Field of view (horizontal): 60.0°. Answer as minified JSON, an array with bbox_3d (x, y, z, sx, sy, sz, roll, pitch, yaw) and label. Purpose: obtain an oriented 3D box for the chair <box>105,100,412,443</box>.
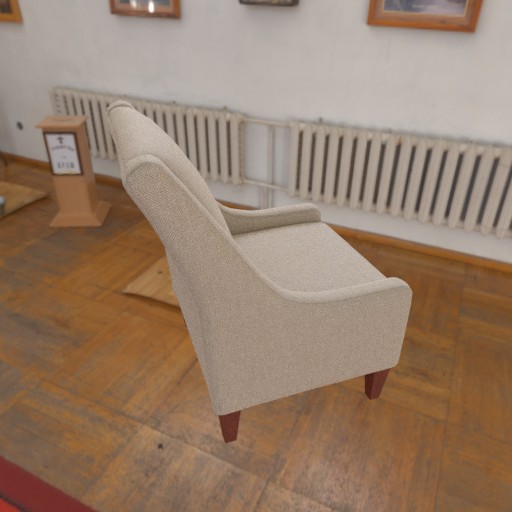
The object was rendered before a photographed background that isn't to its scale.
[{"bbox_3d":[0.000,0.000,1.619,0.870,1.014,0.774,-10,32,-17],"label":"chair"}]
